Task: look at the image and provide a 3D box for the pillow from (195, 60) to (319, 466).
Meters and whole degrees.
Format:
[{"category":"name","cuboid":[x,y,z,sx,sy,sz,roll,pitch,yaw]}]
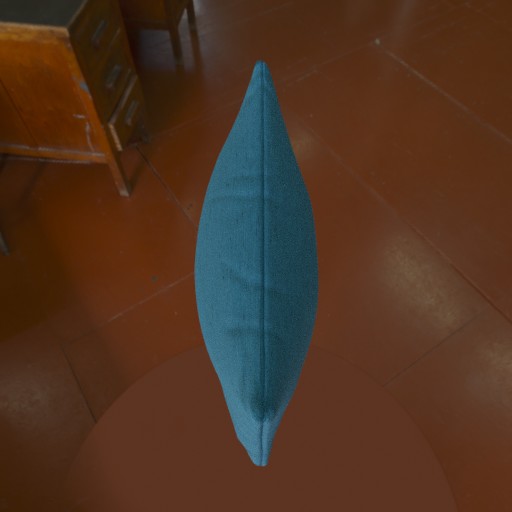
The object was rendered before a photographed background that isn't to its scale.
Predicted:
[{"category":"pillow","cuboid":[0.000,0.000,0.775,0.210,0.338,0.633,0,58,0]}]
